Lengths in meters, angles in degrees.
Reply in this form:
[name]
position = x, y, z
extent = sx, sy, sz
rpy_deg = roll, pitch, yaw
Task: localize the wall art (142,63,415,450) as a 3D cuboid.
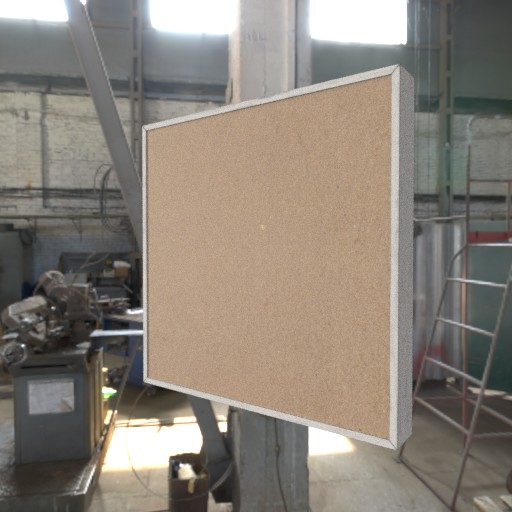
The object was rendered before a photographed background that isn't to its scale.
[wall art]
position = 0.000, 0.000, 0.453
extent = 0.305, 0.305, 0.038
rpy_deg = 1, 1, 36
